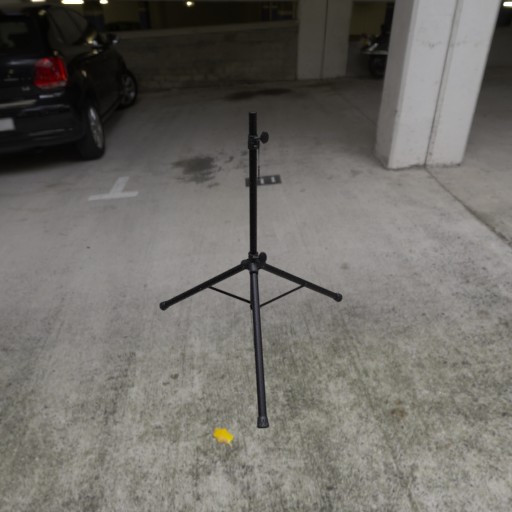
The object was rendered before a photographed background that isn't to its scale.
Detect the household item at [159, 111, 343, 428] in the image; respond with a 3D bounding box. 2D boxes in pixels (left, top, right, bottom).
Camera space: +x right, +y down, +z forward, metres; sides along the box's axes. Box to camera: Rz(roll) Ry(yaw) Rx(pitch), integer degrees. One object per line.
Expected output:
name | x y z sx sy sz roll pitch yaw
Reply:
household item | 0.000 0.000 1.900 1.045 1.136 0.907 -2 30 -3
